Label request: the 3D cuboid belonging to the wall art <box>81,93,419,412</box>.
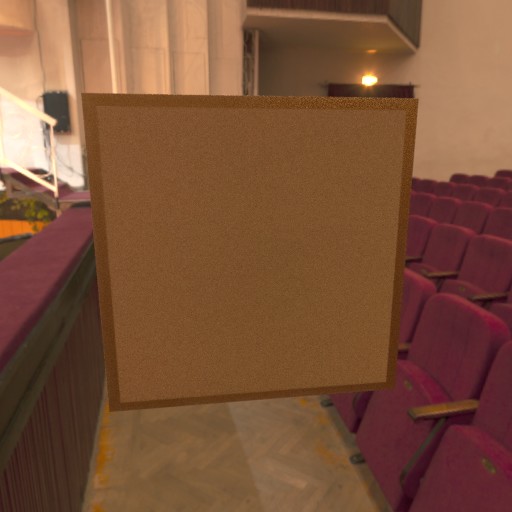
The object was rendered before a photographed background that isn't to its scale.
[{"bbox_3d":[0.000,0.000,0.452,0.306,0.305,0.038,-2,14,-8],"label":"wall art"}]
